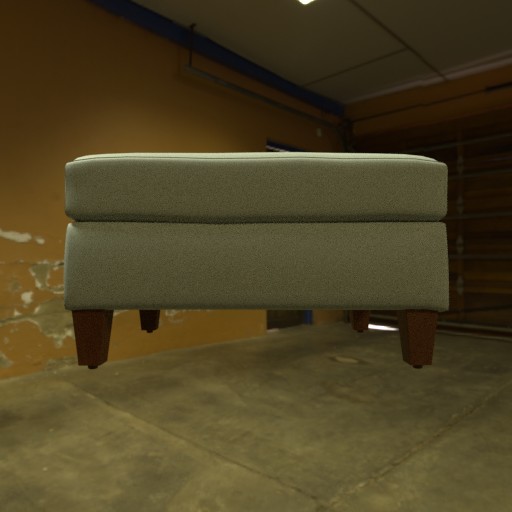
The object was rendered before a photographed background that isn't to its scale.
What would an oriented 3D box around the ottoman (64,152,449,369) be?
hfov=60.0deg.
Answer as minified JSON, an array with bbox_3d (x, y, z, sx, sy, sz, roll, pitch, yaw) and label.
[{"bbox_3d":[0.000,0.000,1.219,0.818,0.496,0.634,0,-1,0],"label":"ottoman"}]
